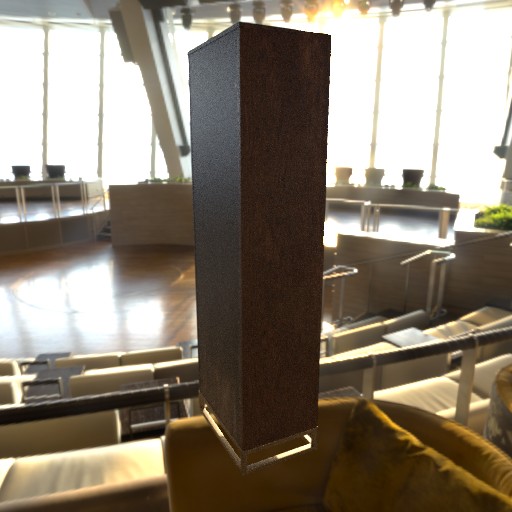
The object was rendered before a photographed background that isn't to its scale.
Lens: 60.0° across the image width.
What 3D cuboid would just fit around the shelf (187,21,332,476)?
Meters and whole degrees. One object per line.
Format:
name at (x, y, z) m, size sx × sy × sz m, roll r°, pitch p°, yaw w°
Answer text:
shelf at (0.000, 0.000, 1.964) m, size 0.395 × 1.732 × 0.539 m, roll -7°, pitch 16°, yaw -26°
